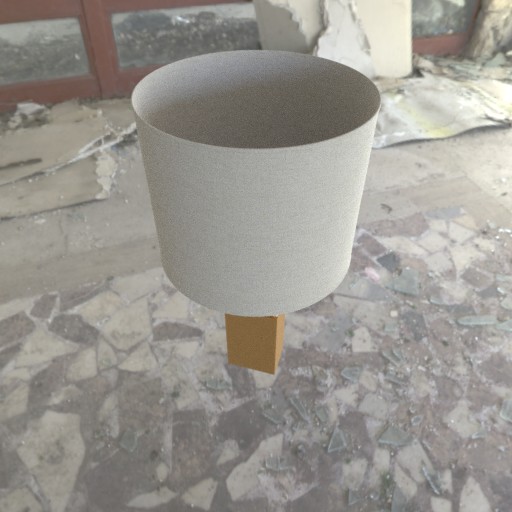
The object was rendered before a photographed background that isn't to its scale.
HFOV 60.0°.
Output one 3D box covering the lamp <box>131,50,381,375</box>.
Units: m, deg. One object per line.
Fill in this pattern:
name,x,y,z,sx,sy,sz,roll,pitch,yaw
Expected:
lamp,0.000,0.000,0.552,0.229,0.417,0.229,11,43,12
